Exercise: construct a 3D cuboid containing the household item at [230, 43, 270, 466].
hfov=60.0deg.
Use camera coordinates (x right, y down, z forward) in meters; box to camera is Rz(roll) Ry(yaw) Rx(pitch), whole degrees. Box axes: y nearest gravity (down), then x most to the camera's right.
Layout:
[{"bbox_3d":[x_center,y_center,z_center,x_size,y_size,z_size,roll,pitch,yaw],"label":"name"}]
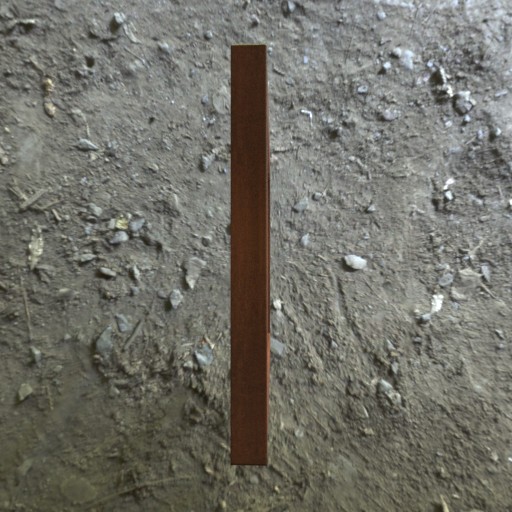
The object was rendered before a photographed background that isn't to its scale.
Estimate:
[{"bbox_3d":[0.000,0.000,0.335,0.020,0.250,0.200,0,89,2],"label":"household item"}]
